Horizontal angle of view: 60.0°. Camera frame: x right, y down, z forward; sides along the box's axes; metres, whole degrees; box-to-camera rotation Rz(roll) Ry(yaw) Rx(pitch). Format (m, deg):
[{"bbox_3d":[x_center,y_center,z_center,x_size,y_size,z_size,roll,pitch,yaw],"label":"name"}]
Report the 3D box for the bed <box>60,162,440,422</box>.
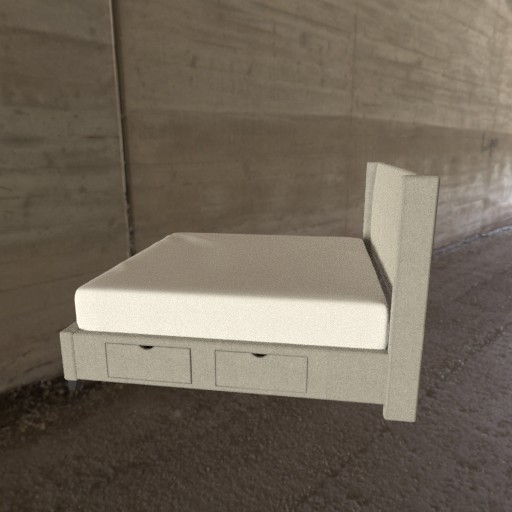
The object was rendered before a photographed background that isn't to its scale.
[{"bbox_3d":[0.000,0.000,3.672,2.280,1.470,2.140,2,14,8],"label":"bed"}]
